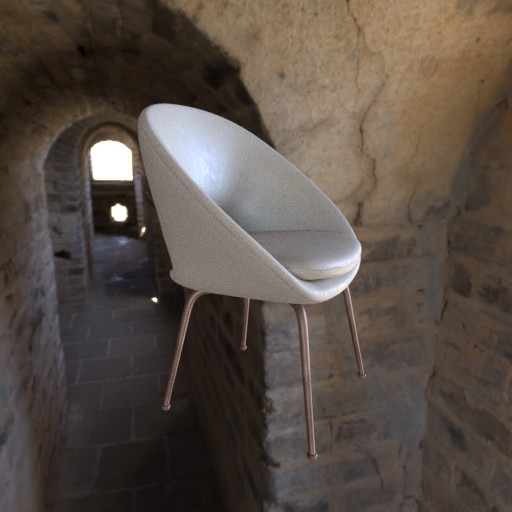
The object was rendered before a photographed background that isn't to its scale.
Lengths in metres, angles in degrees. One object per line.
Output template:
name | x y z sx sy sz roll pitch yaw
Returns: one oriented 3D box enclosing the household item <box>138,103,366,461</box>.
household item | 0.000 0.000 1.278 0.573 0.852 0.623 7 15 27
